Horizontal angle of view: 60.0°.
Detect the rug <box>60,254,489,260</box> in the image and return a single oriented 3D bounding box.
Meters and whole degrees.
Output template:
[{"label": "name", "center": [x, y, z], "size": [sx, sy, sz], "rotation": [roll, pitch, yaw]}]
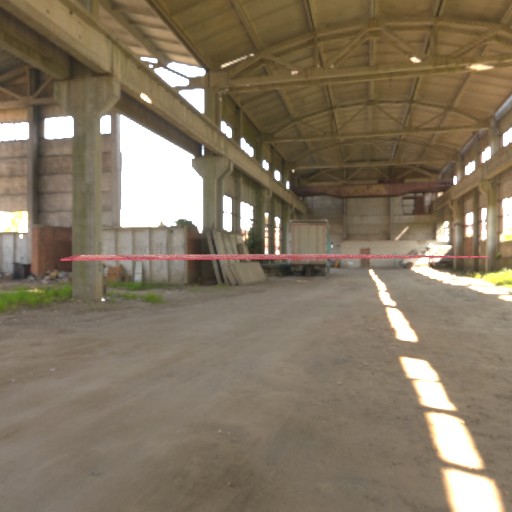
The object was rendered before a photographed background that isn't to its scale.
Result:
[{"label": "rug", "center": [0.000, 0.000, 4.293], "size": [3.306, 0.011, 2.389], "rotation": [0, 1, -20]}]
